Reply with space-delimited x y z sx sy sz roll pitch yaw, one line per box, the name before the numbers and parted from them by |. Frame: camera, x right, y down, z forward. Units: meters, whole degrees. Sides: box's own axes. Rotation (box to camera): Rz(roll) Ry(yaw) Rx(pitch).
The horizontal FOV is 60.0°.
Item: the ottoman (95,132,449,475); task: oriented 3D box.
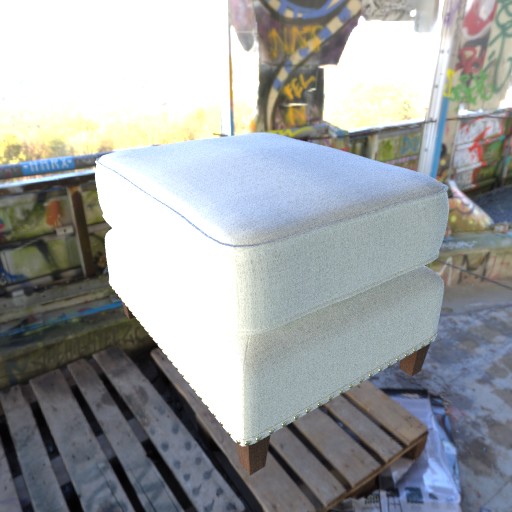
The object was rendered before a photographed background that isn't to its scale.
ottoman | 0.000 0.000 1.133 0.589 0.537 0.738 -17 31 -31
